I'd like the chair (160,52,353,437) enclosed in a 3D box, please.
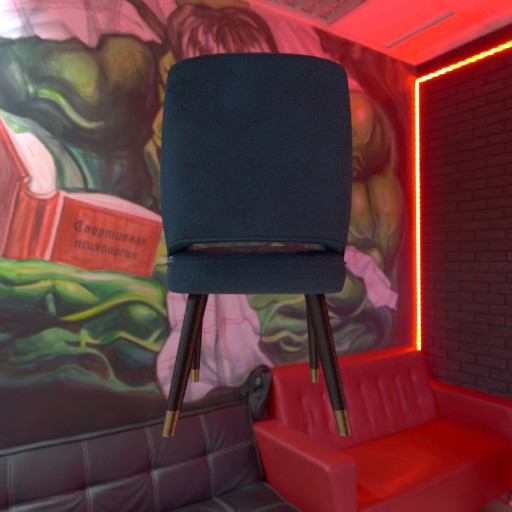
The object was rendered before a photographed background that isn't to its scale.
[{"bbox_3d":[0.000,0.000,1.564,0.683,1.081,0.794,0,-1,-1],"label":"chair"}]
